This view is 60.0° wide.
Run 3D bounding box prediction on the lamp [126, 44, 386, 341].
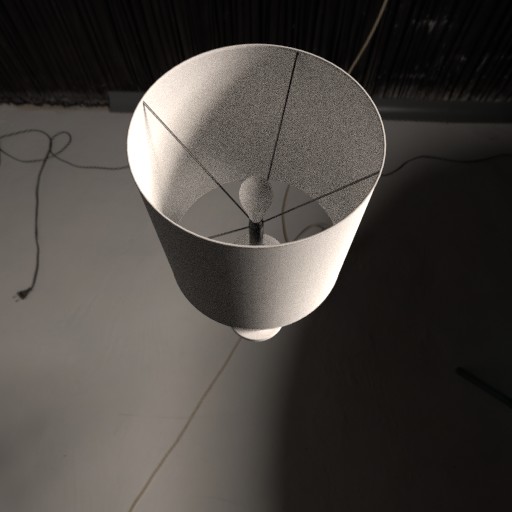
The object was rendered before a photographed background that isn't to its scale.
[{"bbox_3d":[0.000,0.000,0.563,0.208,0.455,0.208,1,64,0],"label":"lamp"}]
